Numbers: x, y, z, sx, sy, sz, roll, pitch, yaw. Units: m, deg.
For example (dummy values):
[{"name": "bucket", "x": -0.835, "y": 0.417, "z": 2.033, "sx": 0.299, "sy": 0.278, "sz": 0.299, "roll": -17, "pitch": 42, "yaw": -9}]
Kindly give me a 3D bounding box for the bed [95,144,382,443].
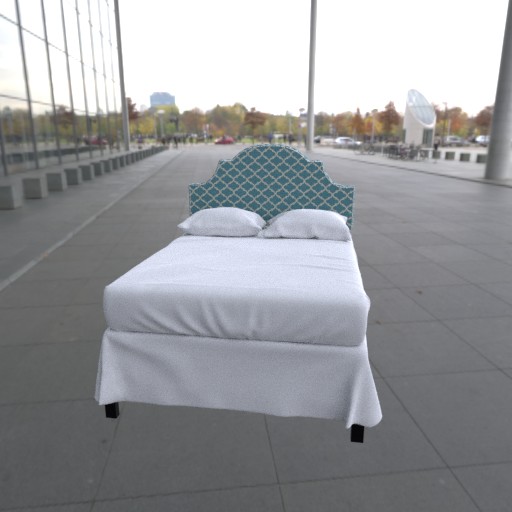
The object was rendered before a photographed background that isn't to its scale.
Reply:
[{"name": "bed", "x": 0.000, "y": 0.000, "z": 3.394, "sx": 1.780, "sy": 1.633, "sz": 2.222, "roll": 2, "pitch": 15, "yaw": 8}]
